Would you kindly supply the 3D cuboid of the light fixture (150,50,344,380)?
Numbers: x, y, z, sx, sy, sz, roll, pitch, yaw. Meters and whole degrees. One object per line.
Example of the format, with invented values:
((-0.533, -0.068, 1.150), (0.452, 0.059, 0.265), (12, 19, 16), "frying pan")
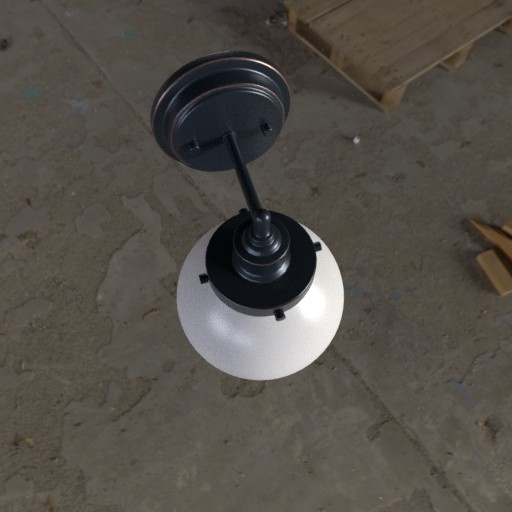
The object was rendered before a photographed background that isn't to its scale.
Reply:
((0.000, 0.000, 0.473), (0.197, 0.332, 0.230), (-16, 65, -8), "light fixture")
